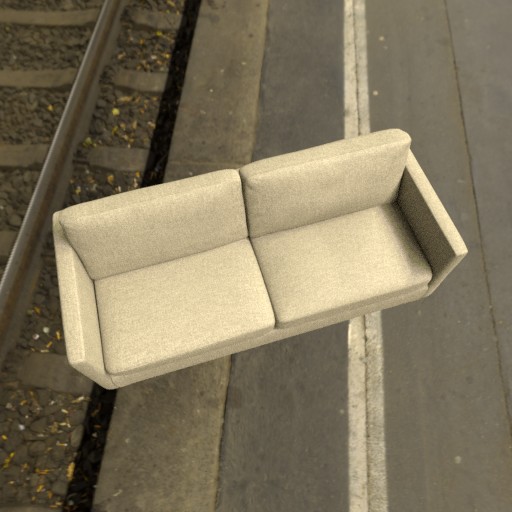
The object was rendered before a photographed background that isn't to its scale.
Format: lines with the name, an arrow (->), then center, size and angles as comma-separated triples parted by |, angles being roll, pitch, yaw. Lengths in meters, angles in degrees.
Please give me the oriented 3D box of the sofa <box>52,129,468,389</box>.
sofa -> 0.000, 0.000, 2.729 | 2.208, 0.960, 0.956 | -15, 64, -7
